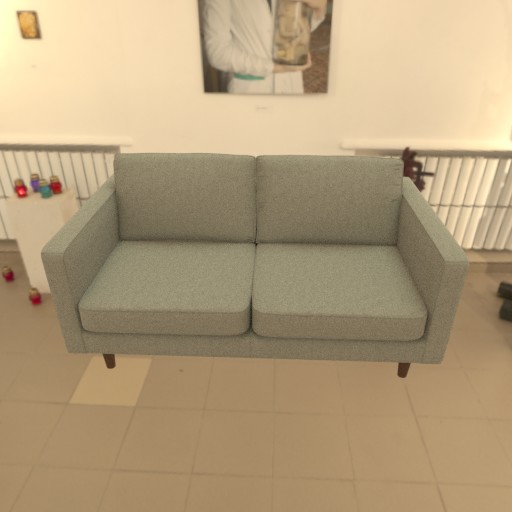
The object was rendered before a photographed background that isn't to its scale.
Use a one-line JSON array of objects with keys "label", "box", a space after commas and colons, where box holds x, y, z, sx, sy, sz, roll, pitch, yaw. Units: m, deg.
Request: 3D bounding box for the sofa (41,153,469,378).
[{"label": "sofa", "box": [0.000, 0.000, 2.290, 1.731, 0.900, 1.000, 1, 30, 2]}]
